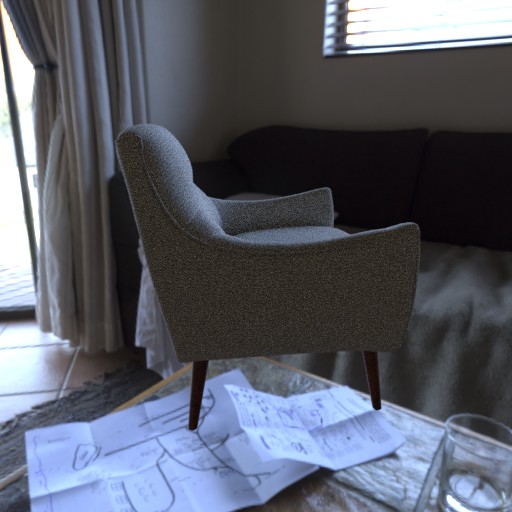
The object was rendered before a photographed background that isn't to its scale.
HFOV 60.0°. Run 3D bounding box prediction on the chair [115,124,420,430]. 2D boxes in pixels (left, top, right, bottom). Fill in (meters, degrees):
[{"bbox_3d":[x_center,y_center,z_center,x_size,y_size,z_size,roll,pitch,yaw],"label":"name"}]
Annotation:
[{"bbox_3d":[0.000,0.000,1.467,0.787,0.838,0.762,-3,17,-9],"label":"chair"}]
